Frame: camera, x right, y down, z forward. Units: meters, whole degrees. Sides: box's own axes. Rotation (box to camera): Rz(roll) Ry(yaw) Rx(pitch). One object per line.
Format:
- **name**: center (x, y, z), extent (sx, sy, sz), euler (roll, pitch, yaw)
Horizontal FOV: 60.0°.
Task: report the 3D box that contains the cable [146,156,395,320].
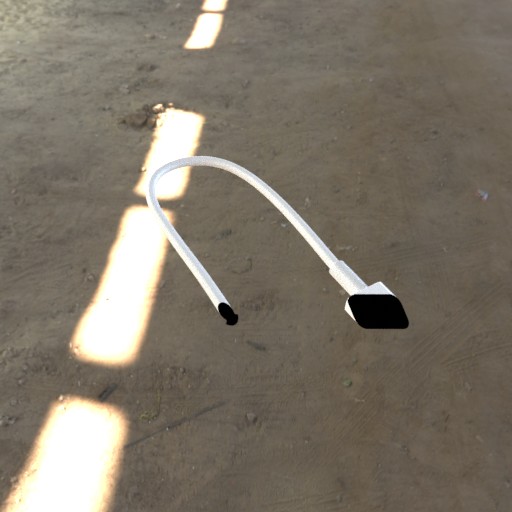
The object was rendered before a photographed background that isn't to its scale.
- **cable**: center (0.000, 0.000, 0.112), extent (0.040, 0.006, 0.098), euler (-23, 50, -21)
